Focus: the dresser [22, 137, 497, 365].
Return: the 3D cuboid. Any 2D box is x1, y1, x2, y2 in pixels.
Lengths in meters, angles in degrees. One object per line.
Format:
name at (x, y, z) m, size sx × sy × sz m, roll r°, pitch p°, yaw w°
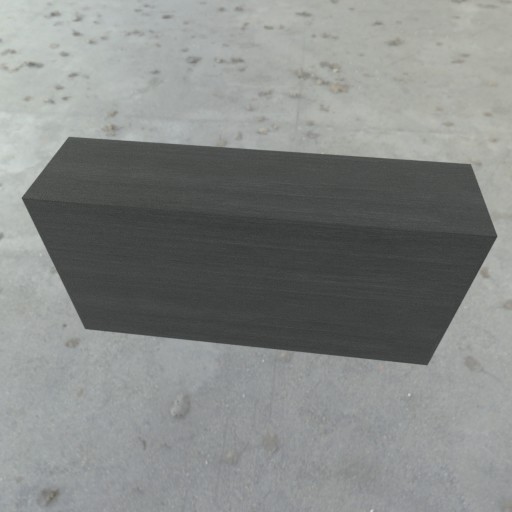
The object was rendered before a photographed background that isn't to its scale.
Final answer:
dresser at (0.000, 0.000, 1.894) m, size 1.590 × 0.795 × 0.400 m, roll 5°, pitch 46°, yaw 5°
